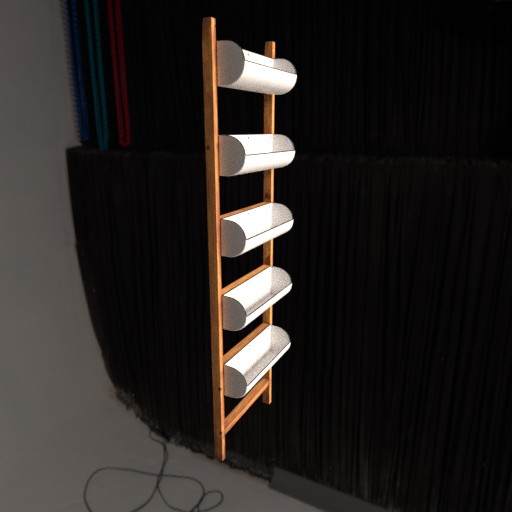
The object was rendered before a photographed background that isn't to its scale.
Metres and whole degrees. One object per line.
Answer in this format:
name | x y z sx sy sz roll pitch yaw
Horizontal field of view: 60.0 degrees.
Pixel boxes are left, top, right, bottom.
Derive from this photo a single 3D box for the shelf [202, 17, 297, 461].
shelf | 0.000 0.000 1.730 0.141 1.600 0.454 8 18 26
